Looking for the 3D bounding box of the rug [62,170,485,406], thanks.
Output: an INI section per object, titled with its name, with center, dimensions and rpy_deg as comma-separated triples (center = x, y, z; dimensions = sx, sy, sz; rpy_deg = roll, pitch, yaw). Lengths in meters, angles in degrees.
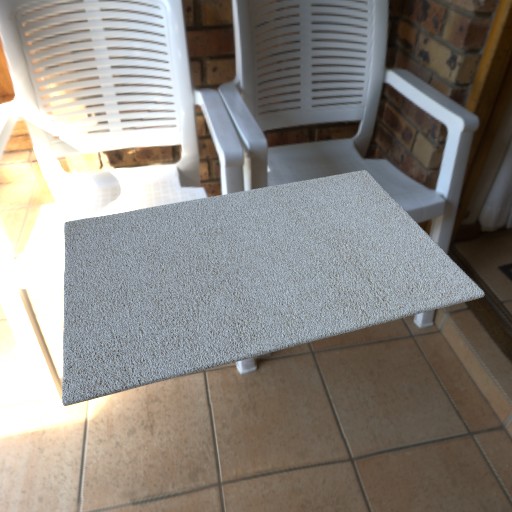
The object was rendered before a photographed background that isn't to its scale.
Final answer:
[rug]
center = 0.000, 0.000, 2.947
dimensions = 2.438, 0.030, 1.524
rpy_deg = -12, 43, -13
